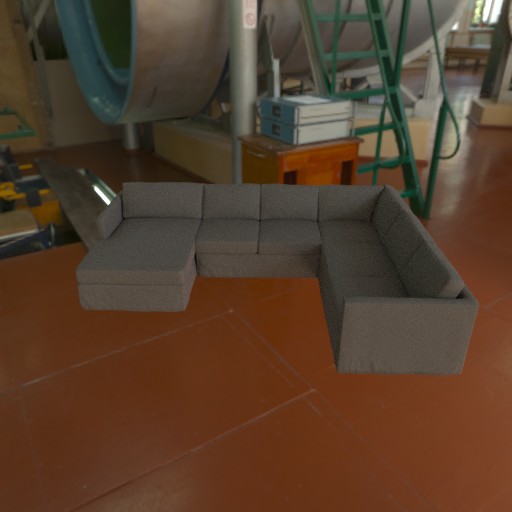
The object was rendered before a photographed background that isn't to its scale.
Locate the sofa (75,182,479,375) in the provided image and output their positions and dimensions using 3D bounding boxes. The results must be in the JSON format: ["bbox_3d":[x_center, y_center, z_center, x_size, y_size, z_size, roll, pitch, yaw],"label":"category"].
[{"bbox_3d":[0.000,0.000,4.566,3.528,0.878,2.476,1,28,2],"label":"sofa"}]
